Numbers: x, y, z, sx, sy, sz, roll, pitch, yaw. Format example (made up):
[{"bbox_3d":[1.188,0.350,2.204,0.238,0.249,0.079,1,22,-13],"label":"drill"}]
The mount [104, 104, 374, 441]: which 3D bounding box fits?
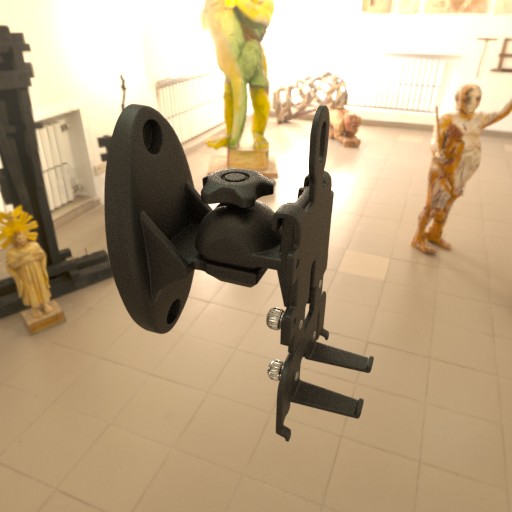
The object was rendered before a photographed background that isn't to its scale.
[{"bbox_3d":[0.000,0.000,0.175,0.100,0.118,0.066,11,32,18],"label":"mount"}]
